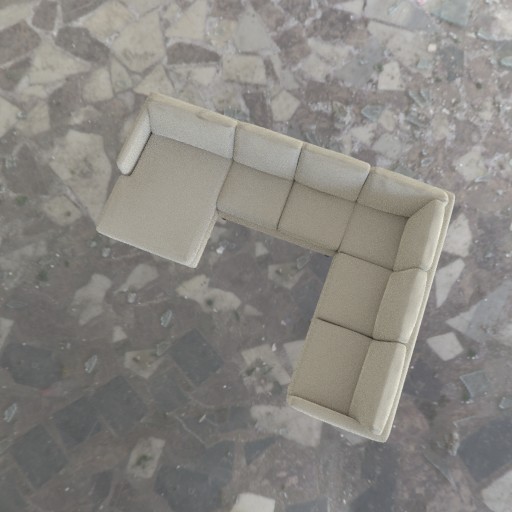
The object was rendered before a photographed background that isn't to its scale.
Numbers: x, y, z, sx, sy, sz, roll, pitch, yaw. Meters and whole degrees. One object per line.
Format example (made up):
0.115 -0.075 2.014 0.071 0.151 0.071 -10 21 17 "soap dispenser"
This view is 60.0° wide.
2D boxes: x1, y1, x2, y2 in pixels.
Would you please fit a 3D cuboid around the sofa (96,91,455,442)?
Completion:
0.000 0.000 4.630 3.459 0.956 2.593 20 76 5 "sofa"
